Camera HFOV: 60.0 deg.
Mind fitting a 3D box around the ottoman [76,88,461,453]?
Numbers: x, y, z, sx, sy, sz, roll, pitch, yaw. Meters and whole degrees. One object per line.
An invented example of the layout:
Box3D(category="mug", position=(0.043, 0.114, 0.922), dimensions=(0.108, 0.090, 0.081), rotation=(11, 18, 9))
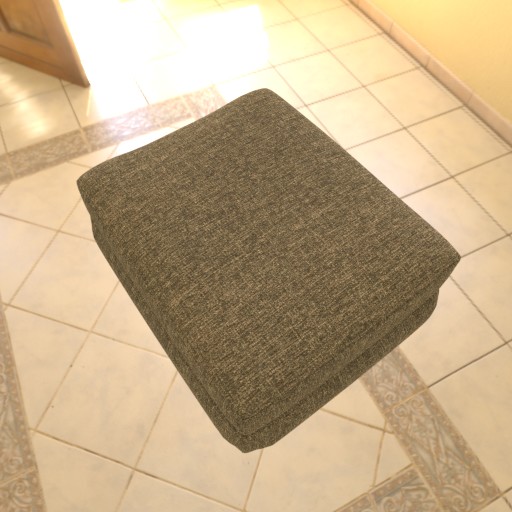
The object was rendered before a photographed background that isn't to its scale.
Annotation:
Box3D(category="ottoman", position=(0.000, 0.000, 1.236), dimensions=(0.683, 0.480, 0.828), rotation=(-32, 64, -18))
